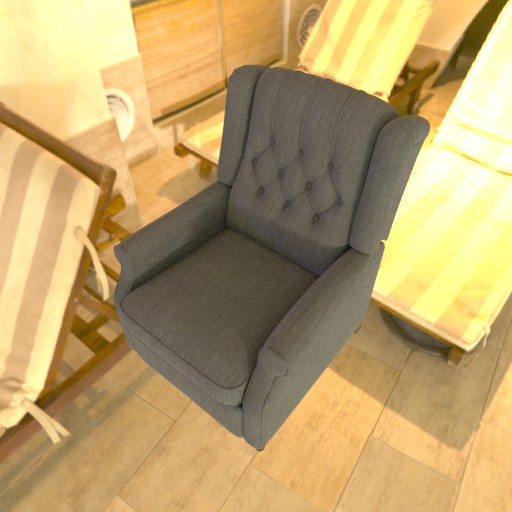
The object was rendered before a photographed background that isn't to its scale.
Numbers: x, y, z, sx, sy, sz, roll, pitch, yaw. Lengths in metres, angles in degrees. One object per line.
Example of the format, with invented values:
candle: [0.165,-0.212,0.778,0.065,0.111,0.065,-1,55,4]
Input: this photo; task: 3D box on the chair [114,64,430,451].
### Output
chair: [0.000,0.000,1.568,0.742,1.035,0.898,30,53,26]
